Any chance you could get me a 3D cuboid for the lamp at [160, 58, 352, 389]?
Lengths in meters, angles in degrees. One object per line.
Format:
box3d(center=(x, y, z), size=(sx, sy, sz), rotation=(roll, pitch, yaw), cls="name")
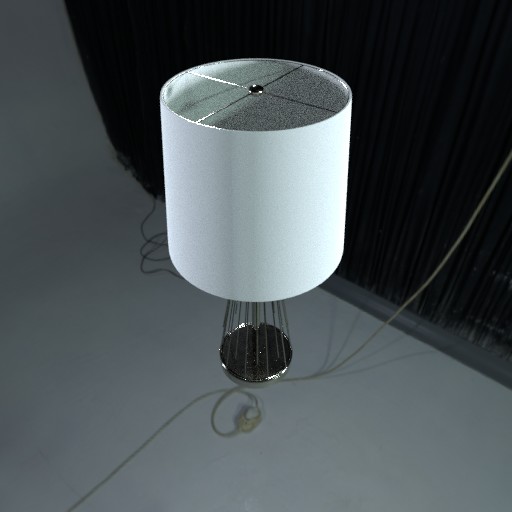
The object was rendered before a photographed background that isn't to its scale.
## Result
box3d(center=(0.000, 0.000, 0.806), size=(0.303, 0.618, 0.303), rotation=(0, 41, 0), cls="lamp")
